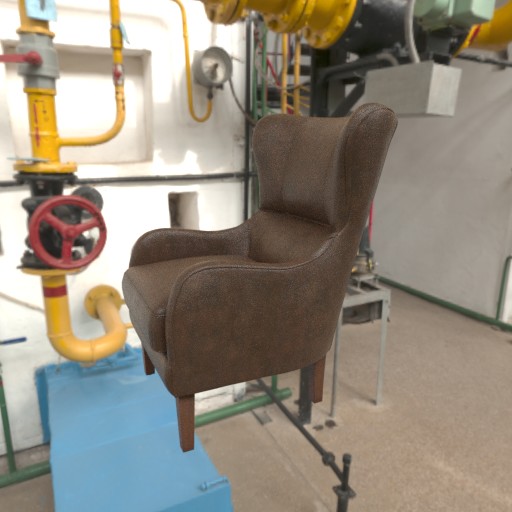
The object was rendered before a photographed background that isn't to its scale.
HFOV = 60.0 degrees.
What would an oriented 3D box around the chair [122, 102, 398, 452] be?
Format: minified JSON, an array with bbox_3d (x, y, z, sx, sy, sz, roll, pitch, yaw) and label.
[{"bbox_3d":[0.000,0.000,1.638,0.914,1.048,0.692,-7,16,-25],"label":"chair"}]
